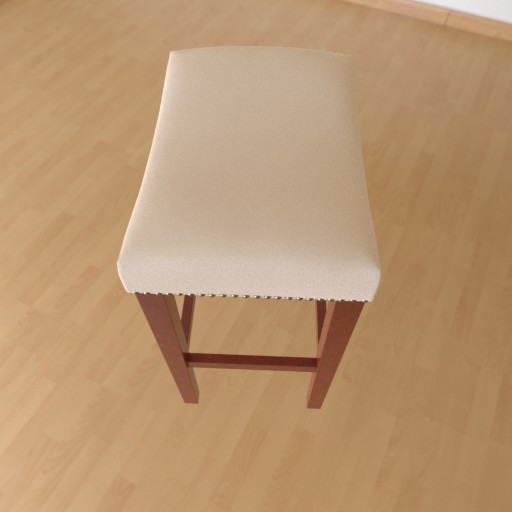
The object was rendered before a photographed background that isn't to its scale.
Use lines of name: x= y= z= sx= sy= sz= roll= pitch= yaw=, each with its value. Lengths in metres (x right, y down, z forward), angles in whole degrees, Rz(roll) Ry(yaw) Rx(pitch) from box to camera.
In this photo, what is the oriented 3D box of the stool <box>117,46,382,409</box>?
stool: x=0.000 y=0.000 z=1.009 sx=0.372 sy=0.742 sz=0.504 roll=2 pitch=57 yaw=1
